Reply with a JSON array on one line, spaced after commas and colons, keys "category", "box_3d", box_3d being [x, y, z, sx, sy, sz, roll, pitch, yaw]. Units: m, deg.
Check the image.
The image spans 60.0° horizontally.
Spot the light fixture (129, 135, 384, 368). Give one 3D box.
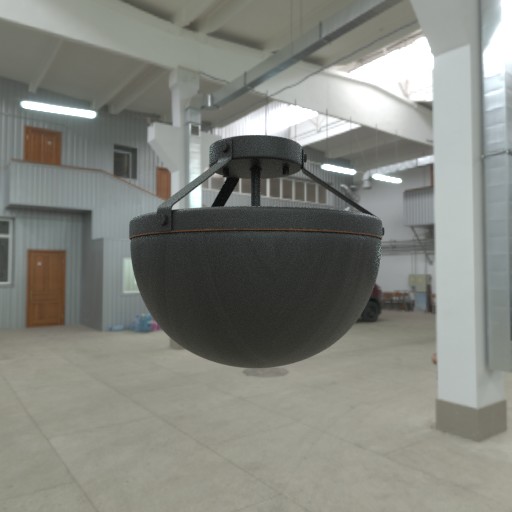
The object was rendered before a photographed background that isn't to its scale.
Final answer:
[{"category": "light fixture", "box_3d": [0.000, 0.000, 0.551, 0.304, 0.269, 0.304, 0, -2, 0]}]
